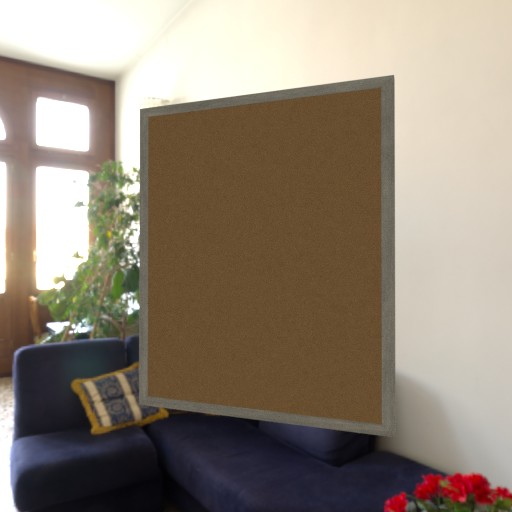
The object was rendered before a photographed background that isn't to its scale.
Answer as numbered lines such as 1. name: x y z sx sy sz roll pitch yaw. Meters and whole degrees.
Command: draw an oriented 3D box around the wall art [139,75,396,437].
1. wall art: 0.000 0.000 0.801 0.479 0.582 0.022 0 -1 20
